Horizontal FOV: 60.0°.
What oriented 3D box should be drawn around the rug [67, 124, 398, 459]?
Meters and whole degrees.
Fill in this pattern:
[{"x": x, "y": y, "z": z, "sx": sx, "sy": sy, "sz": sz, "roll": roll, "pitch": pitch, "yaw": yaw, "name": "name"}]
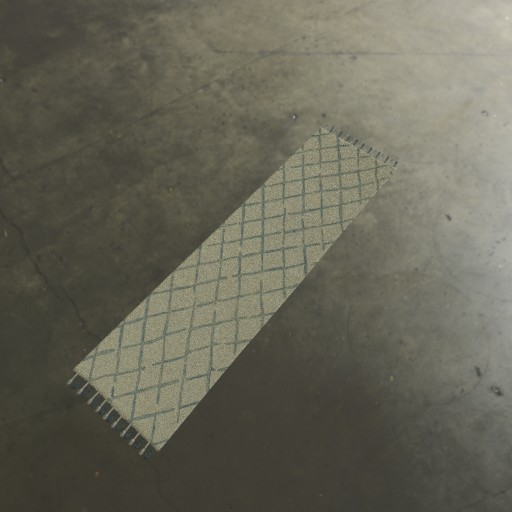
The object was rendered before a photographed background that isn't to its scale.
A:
[{"x": 0.000, "y": 0.000, "z": 2.626, "sx": 0.620, "sy": 0.008, "sz": 2.372, "roll": 35, "pitch": 65, "yaw": 19, "name": "rug"}]
